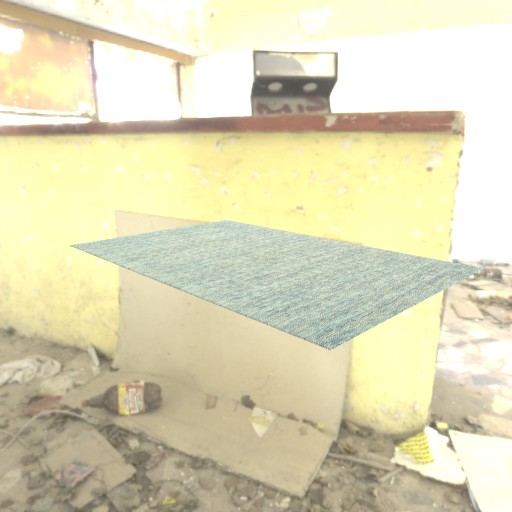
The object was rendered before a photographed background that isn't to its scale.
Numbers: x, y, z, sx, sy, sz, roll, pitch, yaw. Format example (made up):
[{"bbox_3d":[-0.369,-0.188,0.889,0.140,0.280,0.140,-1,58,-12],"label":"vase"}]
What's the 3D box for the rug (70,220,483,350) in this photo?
[{"bbox_3d":[0.000,0.000,2.212,1.142,0.006,1.752,-14,20,-43],"label":"rug"}]
